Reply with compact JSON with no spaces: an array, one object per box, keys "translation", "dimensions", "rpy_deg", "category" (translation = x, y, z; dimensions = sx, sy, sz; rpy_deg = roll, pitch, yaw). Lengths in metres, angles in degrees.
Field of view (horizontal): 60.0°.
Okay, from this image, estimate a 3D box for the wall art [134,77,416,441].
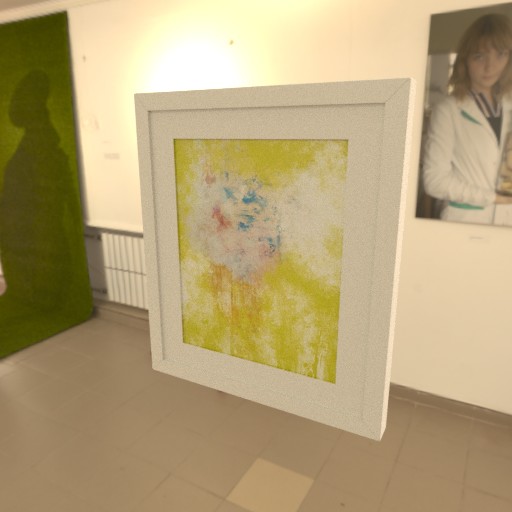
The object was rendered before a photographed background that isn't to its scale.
[{"translation":[0.000,0.000,0.533],"dimensions":[0.331,0.381,0.028],"rpy_deg":[8,17,28],"category":"wall art"}]
